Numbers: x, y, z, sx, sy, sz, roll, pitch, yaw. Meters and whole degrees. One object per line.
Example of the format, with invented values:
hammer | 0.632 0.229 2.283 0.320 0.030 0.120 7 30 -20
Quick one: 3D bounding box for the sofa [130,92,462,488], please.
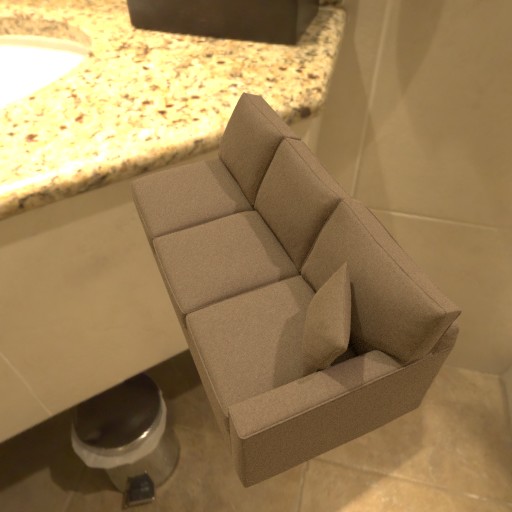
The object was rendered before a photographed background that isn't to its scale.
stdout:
sofa | 0.000 0.000 2.483 1.034 0.946 1.963 -17 49 -16
